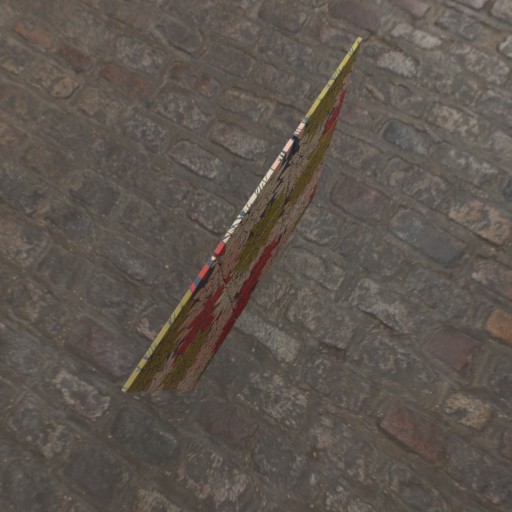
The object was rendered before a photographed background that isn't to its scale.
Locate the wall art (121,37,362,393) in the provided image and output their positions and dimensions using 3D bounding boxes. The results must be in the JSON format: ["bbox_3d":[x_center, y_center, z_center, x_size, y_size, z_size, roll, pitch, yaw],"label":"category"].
[{"bbox_3d":[0.000,0.000,1.786,0.013,1.218,1.206,31,76,8],"label":"wall art"}]
